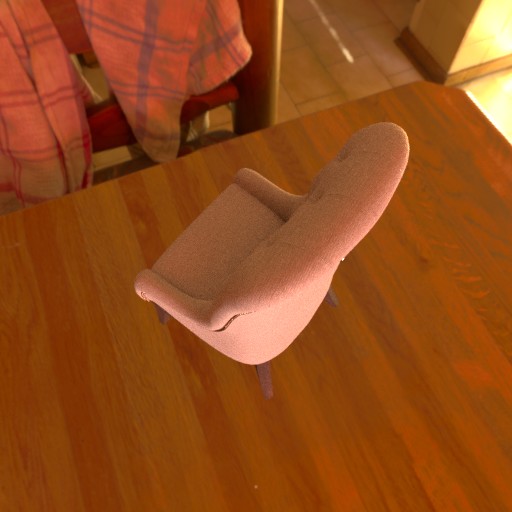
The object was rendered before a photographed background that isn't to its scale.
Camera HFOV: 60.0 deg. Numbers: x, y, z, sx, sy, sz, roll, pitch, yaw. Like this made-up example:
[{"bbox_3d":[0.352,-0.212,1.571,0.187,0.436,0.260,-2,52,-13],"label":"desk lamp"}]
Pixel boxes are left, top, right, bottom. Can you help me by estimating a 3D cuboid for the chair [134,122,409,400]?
[{"bbox_3d":[0.000,0.000,1.472,0.629,1.091,0.634,34,67,16],"label":"chair"}]
